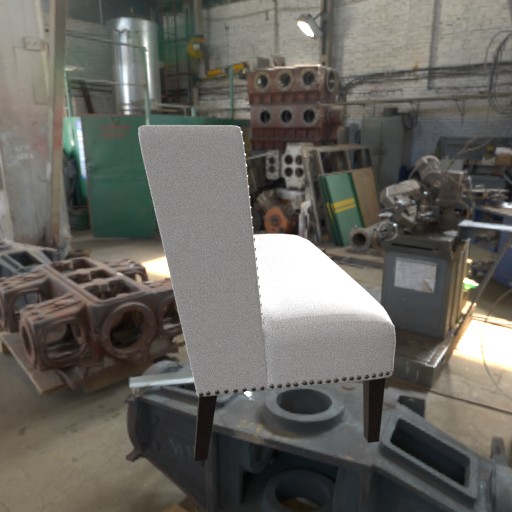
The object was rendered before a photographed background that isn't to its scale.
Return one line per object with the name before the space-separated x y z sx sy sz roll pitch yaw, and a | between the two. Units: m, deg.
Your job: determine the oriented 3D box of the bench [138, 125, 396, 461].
bench | 0.000 0.000 2.015 0.847 1.123 1.280 -2 16 -8
